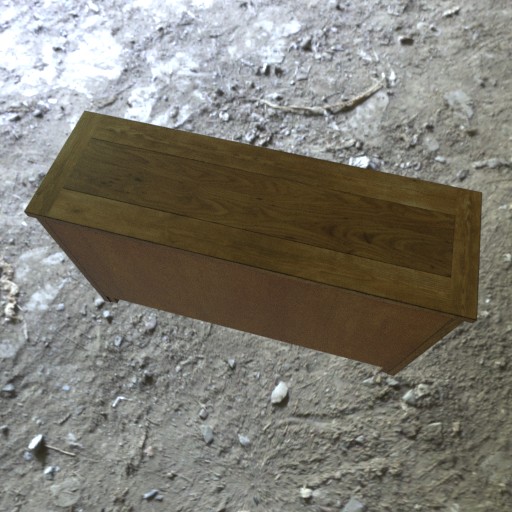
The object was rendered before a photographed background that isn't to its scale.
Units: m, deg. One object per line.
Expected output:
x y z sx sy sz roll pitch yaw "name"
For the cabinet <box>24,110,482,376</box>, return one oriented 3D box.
0.000 0.000 1.856 1.474 0.813 0.480 13 64 7 "cabinet"
